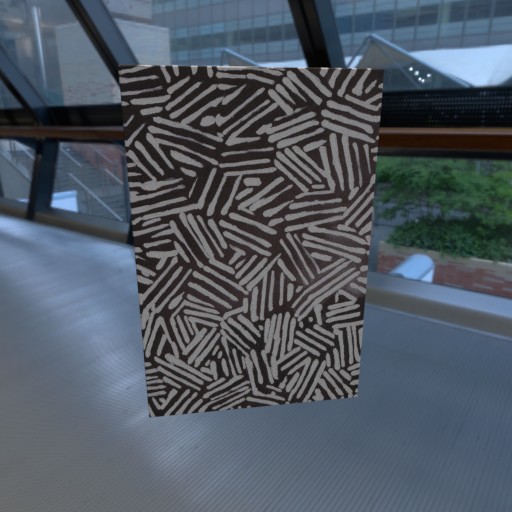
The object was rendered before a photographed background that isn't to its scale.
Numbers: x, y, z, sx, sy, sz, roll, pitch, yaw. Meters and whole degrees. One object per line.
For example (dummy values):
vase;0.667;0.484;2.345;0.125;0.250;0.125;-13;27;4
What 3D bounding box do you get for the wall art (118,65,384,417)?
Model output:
wall art;0.000;0.000;1.168;0.615;0.918;0.035;-3;18;-8
